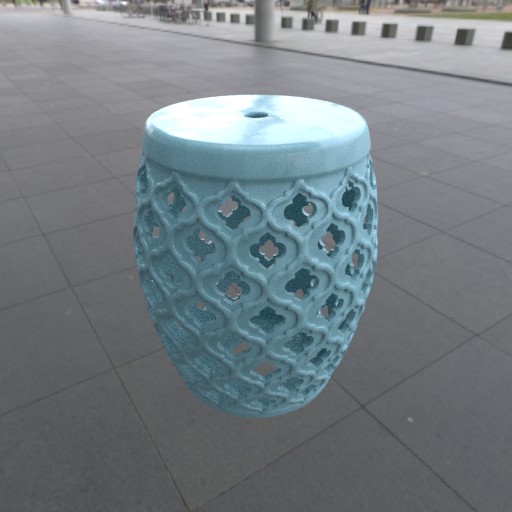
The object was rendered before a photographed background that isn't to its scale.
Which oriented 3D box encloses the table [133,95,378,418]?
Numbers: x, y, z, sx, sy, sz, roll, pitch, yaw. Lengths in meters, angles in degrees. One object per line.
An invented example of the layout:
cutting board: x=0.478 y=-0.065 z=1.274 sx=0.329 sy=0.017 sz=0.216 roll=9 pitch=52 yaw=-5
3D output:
table: x=0.000 y=0.000 z=0.623 sx=0.325 sy=0.388 sz=0.325 roll=0 pitch=31 yaw=0
